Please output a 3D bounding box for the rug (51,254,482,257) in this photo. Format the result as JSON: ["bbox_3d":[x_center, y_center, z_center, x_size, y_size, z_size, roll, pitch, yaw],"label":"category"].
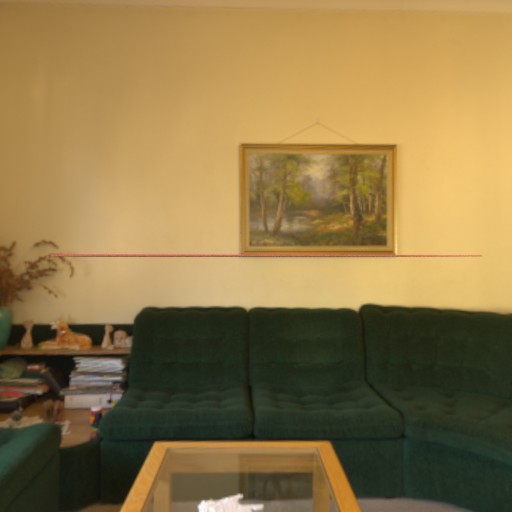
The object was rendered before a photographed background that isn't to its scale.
[{"bbox_3d":[0.000,0.000,3.068,2.423,0.010,1.534,0,0,-19],"label":"rug"}]
